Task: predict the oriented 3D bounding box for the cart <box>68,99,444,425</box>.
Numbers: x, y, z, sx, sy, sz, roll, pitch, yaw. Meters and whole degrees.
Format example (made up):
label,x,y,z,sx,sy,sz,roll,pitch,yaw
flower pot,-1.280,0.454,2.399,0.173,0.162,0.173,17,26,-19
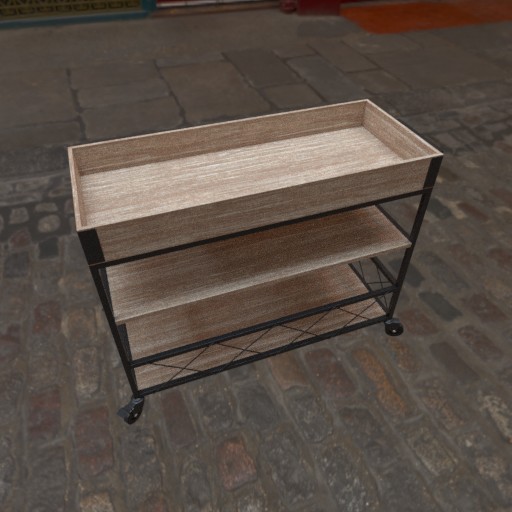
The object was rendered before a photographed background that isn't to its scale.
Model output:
label,x,y,z,sx,sy,sz,roll,pitch,yaw
cart,0.000,0.000,1.489,1.101,0.787,0.500,-14,44,-15
